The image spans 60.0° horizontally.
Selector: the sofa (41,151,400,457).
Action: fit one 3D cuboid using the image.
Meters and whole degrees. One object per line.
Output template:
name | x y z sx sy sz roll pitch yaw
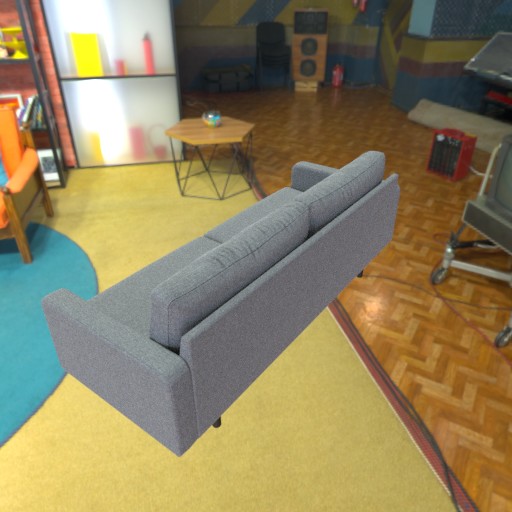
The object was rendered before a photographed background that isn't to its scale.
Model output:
sofa | 0.000 0.000 2.622 0.880 0.880 2.200 21 38 30
